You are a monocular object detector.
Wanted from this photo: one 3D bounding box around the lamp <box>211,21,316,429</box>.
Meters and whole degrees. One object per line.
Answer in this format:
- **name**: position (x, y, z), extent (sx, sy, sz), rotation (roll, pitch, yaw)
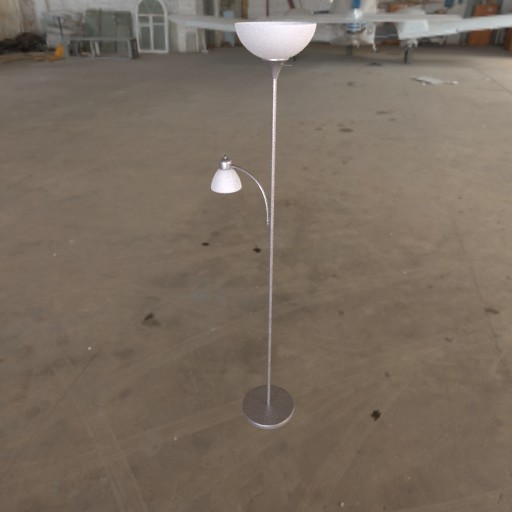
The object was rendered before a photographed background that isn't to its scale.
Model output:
- **lamp**: position (0.000, 0.000, 1.936), extent (0.425, 1.804, 0.279), rotation (18, 34, 28)
